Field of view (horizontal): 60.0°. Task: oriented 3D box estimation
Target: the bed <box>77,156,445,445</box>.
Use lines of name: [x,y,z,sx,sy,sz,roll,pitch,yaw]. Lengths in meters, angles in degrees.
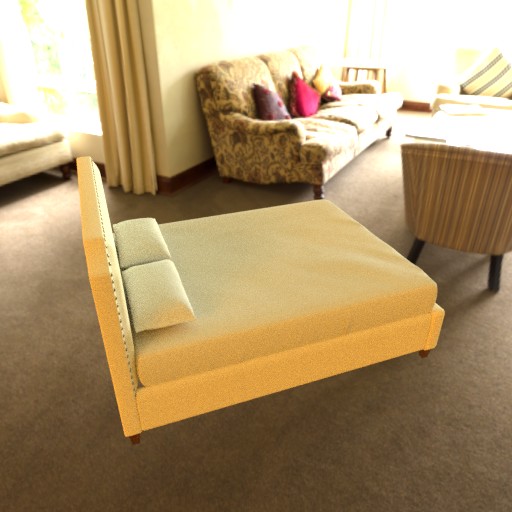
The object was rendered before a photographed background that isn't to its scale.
bed: [0.000,0.000,3.437,2.329,1.415,1.703,-11,32,-18]
